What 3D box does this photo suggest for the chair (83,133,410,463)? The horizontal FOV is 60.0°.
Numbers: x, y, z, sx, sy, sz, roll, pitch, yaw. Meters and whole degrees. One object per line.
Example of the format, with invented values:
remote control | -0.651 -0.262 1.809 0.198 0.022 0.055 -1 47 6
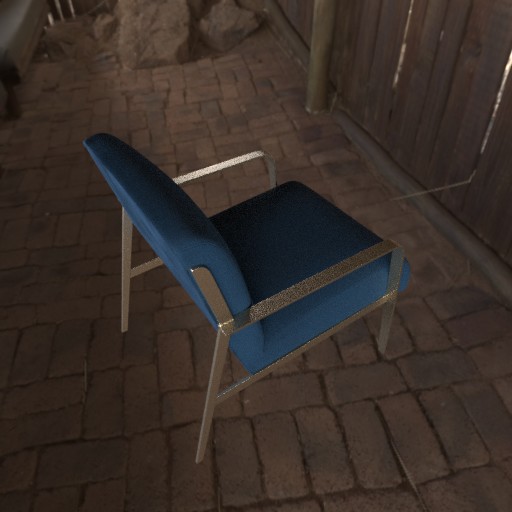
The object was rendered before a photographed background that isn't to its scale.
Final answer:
chair | 0.000 0.000 1.469 0.859 0.831 0.692 -24 46 -25
